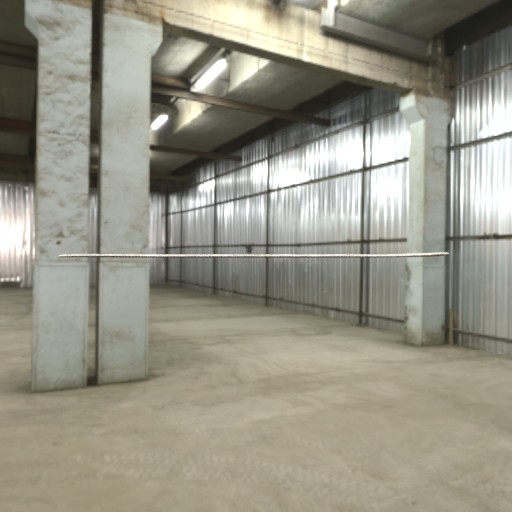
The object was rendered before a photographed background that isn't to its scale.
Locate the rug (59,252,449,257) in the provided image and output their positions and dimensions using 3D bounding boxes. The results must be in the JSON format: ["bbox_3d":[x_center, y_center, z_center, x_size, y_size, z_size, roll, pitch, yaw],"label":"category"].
[{"bbox_3d":[0.000,0.000,2.953,1.527,0.021,2.447,0,0,1],"label":"rug"}]
